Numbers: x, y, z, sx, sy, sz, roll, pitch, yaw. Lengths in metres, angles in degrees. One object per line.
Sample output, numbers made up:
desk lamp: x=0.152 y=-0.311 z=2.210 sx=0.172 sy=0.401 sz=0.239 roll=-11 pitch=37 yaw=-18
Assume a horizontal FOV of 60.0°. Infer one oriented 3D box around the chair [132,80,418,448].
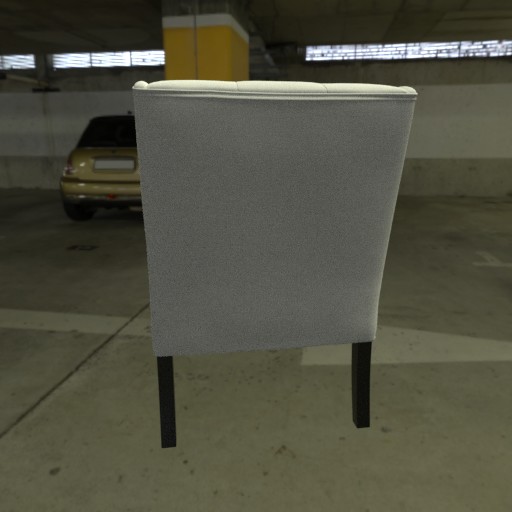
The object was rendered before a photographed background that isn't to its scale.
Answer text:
chair: x=0.000 y=0.000 z=1.252 sx=0.569 sy=0.853 sz=0.676 roll=-2 pitch=14 yaw=-9
